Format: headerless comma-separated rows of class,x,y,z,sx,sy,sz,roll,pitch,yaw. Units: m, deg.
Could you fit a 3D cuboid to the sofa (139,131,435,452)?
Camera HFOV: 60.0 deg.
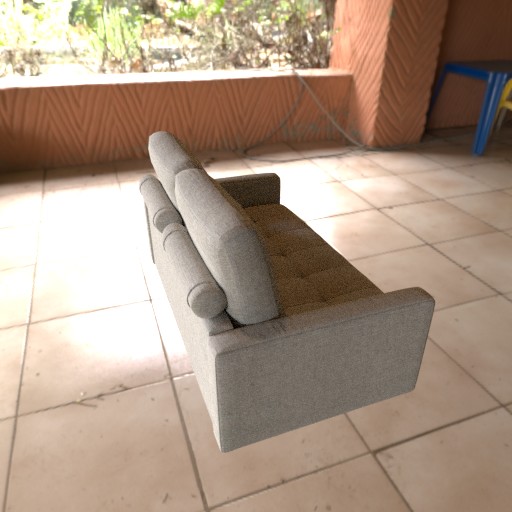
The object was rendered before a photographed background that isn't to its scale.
sofa,0.000,0.000,1.992,0.842,0.907,1.407,-11,31,-18
